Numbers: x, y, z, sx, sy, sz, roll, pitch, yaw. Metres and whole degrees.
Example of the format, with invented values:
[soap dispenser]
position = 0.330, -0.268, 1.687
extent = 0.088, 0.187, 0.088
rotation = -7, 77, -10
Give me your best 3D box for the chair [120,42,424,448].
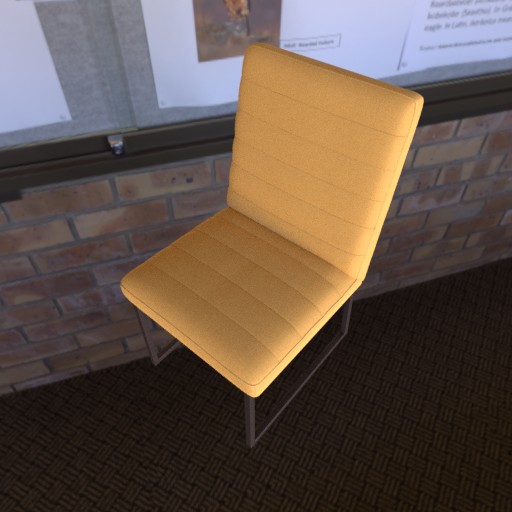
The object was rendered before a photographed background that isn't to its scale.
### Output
[chair]
position = 0.000, 0.000, 1.291
extent = 0.520, 0.930, 0.634
rotation = 31, 54, 26
